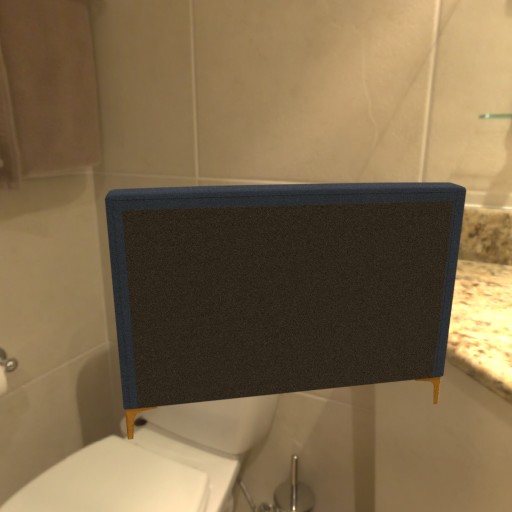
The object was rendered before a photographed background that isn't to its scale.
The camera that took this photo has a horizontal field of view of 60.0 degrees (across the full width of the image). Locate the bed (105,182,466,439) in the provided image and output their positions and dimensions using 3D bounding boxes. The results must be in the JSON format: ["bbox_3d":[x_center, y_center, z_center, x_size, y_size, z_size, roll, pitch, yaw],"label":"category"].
[{"bbox_3d":[0.000,0.000,3.190,1.723,1.231,2.172,-3,15,-10],"label":"bed"}]
